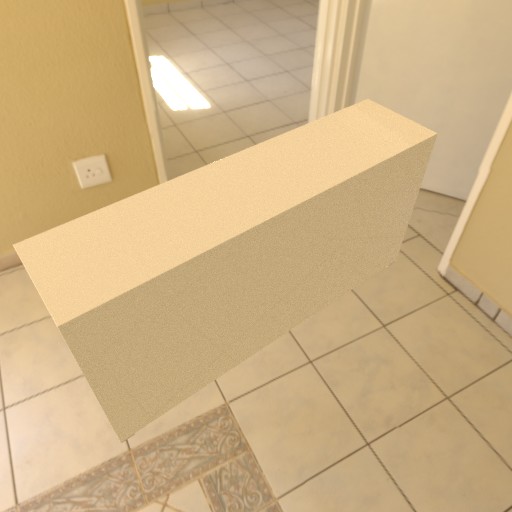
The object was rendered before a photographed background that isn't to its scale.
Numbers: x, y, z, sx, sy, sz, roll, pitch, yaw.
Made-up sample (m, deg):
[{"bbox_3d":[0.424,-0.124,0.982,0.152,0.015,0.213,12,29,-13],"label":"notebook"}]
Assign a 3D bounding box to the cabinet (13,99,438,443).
[{"bbox_3d":[0.000,0.000,1.941,1.650,0.800,0.400,-29,52,-25],"label":"cabinet"}]
